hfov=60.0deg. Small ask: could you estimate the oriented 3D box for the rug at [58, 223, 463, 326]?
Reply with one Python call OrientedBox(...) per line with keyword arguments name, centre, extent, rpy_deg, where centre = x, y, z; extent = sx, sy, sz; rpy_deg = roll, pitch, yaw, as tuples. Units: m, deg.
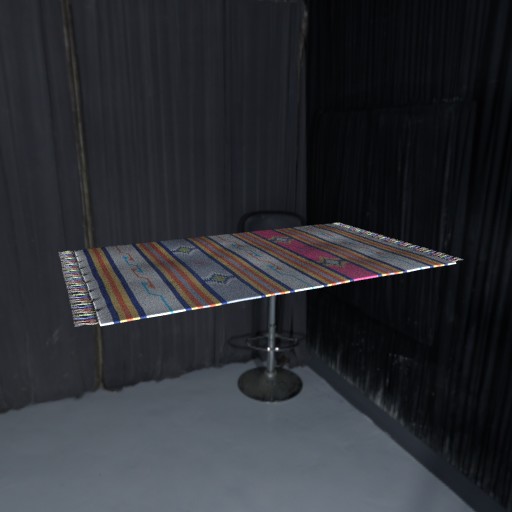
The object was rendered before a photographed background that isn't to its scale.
OrientedBox(name="rug", centre=(0.000, 0.000, 2.314), extent=(1.849, 0.013, 1.084), rpy_deg=(-7, 17, -25))
